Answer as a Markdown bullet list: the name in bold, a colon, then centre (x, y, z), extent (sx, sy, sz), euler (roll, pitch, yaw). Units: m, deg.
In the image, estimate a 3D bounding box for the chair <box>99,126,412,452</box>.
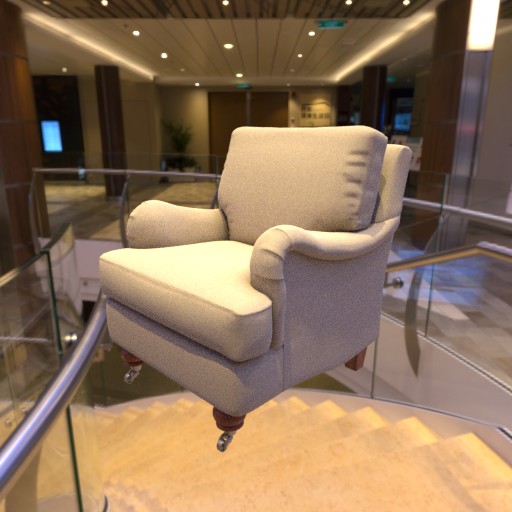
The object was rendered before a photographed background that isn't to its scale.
- **chair**: centre (0.000, 0.000, 1.911), extent (0.895, 1.076, 1.078), euler (15, 22, 42)
